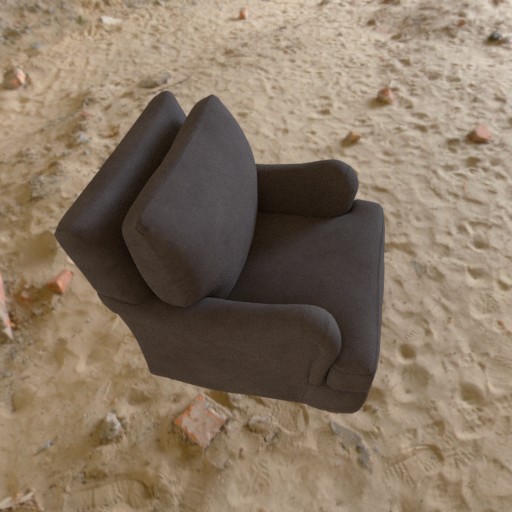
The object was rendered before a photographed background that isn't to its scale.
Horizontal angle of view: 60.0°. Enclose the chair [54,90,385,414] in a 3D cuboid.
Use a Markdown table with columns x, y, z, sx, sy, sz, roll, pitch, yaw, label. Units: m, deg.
| x | y | z | sx | sy | sz | roll | pitch | yaw | label |
| --- | --- | --- | --- | --- | --- | --- | --- | --- | --- |
| 0.000 | 0.000 | 1.851 | 1.070 | 0.997 | 0.955 | 9 | 49 | 8 | chair |
